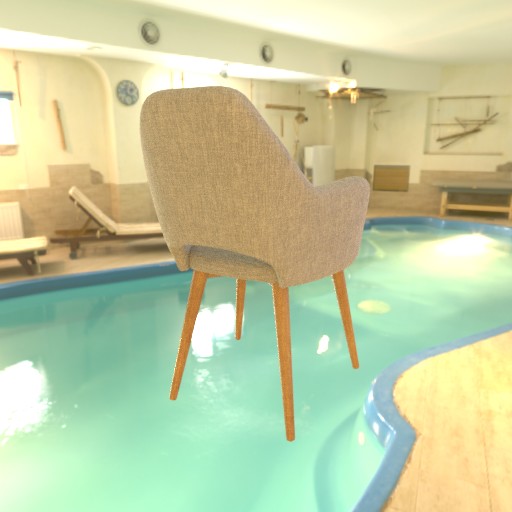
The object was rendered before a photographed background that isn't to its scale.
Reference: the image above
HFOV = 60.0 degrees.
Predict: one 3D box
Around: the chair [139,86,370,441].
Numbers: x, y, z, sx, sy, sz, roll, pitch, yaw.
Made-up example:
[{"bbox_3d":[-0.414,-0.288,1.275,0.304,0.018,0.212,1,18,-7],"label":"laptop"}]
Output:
[{"bbox_3d":[0.000,0.000,1.250,0.590,0.840,0.610,8,17,28],"label":"chair"}]
